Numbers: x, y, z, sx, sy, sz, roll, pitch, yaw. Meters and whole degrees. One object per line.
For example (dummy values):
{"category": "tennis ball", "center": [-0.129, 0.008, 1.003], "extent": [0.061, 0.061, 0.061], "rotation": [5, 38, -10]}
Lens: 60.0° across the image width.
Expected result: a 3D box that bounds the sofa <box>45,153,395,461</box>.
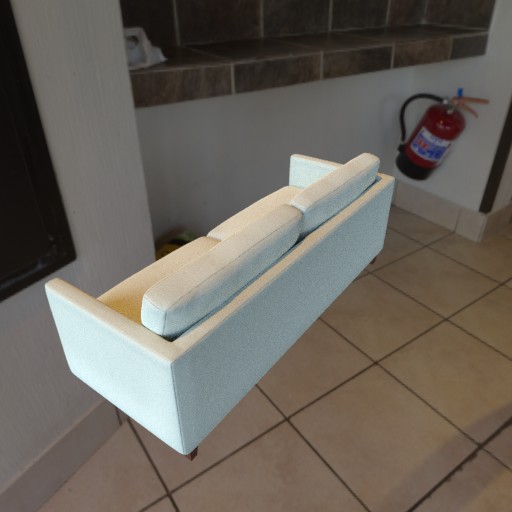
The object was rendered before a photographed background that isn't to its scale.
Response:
{"category": "sofa", "center": [0.000, 0.000, 2.973], "extent": [0.948, 0.965, 2.434], "rotation": [21, 38, 30]}
